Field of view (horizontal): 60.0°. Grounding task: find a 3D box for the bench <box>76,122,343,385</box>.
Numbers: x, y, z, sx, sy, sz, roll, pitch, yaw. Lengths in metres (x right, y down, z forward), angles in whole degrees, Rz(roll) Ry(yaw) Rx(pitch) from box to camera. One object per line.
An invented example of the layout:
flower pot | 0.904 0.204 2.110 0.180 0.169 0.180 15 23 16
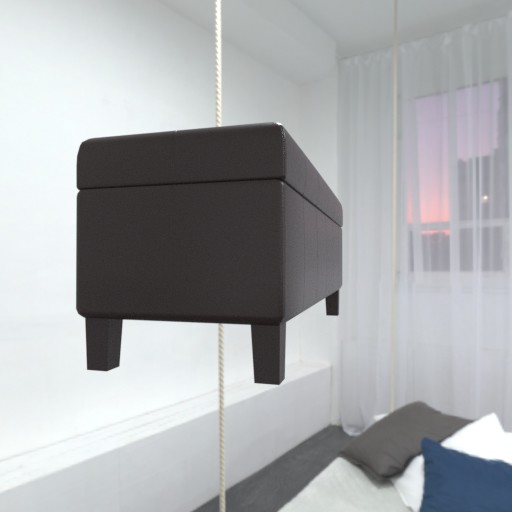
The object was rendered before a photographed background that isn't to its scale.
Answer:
bench | 0.000 0.000 1.322 0.429 0.457 1.092 0 -1 16
